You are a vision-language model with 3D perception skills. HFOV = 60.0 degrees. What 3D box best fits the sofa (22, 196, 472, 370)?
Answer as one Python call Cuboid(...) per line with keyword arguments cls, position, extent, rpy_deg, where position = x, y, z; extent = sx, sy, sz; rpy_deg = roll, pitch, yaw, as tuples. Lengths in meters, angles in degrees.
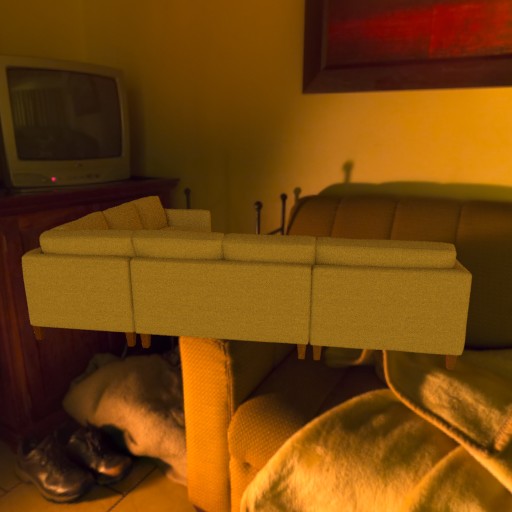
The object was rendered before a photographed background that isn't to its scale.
Cuboid(cls="sofa", position=(0.000, 0.000, 4.573), extent=(3.460, 0.961, 2.594), rpy_deg=(2, 15, 9))
